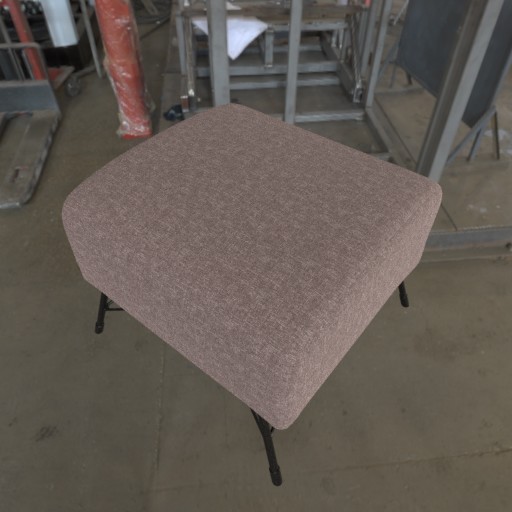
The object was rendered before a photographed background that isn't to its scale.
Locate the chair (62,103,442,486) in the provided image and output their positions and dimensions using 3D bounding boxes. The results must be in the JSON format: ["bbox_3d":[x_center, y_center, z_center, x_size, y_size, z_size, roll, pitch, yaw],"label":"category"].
[{"bbox_3d":[0.000,0.000,0.895,0.530,0.410,0.530,30,53,26],"label":"chair"}]
